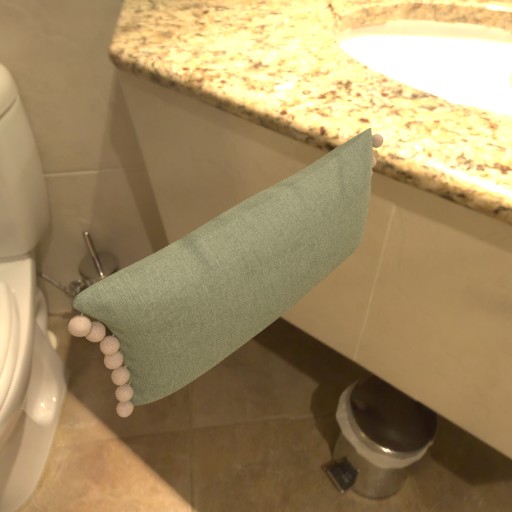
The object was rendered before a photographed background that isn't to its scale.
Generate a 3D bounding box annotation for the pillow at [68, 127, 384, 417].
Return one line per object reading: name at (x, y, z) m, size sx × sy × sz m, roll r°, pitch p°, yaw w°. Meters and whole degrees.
pillow at (0.000, 0.000, 0.847) m, size 0.709 × 0.322 × 0.201 m, roll -35°, pitch 55°, yaw -29°
